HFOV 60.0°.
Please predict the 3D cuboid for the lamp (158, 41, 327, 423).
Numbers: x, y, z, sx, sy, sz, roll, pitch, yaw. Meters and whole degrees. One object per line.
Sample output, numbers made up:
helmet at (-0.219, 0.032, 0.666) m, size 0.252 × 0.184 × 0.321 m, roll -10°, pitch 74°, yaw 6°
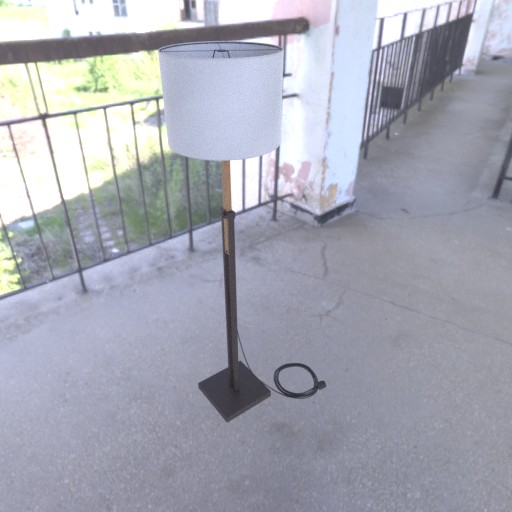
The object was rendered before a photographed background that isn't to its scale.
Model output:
lamp at (0.000, 0.000, 1.920) m, size 0.639 × 1.650 × 0.474 m, roll -22°, pitch 38°, yaw -31°
